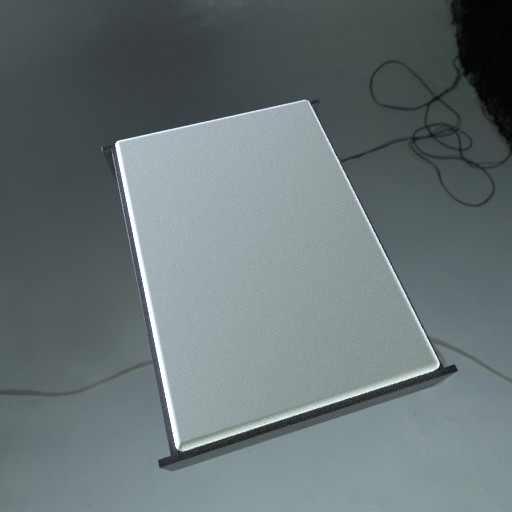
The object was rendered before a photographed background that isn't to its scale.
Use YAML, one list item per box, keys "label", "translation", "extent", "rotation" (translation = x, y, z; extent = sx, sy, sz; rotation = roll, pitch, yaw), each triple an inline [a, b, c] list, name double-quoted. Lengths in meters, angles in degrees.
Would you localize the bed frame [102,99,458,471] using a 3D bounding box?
- label: "bed frame"
  translation: [0.000, 0.000, 2.643]
  extent: [1.490, 0.432, 1.950]
  rotation: [-15, 63, -8]
